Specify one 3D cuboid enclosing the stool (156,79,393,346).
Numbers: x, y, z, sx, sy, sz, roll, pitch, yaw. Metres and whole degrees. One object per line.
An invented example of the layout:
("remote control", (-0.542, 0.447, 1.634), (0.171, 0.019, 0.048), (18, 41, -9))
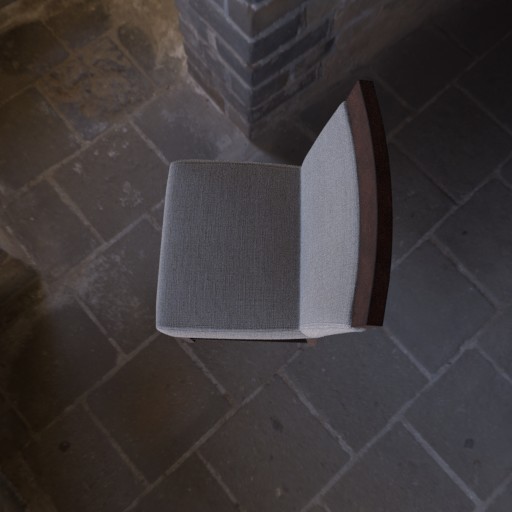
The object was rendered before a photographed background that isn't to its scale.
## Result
("stool", (0.000, 0.000, 1.341), (0.531, 1.009, 0.512), (2, 75, 0))
